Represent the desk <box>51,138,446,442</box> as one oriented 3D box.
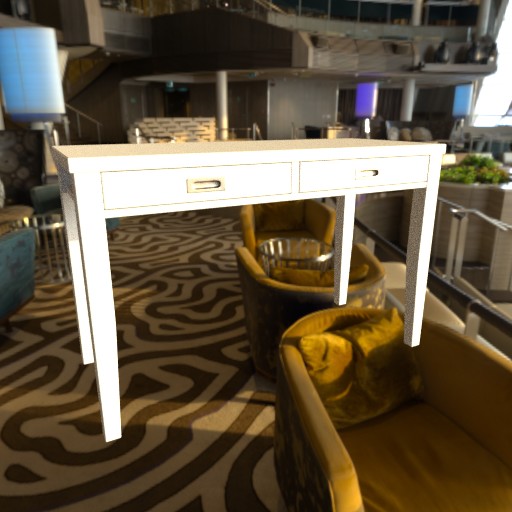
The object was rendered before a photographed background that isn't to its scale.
[{"bbox_3d":[0.000,0.000,1.591,1.220,0.775,0.508,-9,19,-26],"label":"desk"}]
